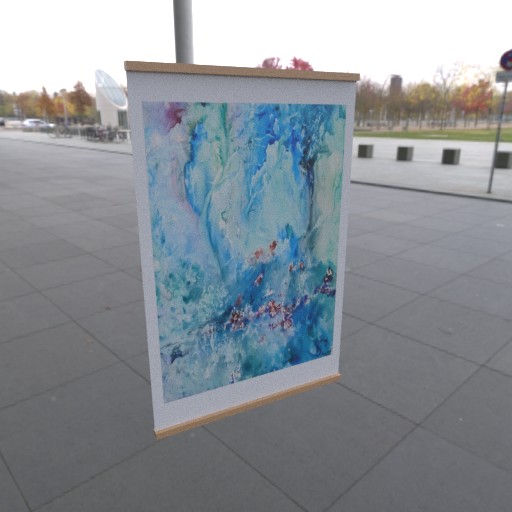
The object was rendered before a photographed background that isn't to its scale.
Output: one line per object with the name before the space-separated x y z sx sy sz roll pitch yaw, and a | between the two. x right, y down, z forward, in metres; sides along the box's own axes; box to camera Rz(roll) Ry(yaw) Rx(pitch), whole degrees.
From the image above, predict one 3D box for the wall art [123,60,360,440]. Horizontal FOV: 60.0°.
wall art | 0.000 0.000 0.779 0.401 0.611 0.016 -9 19 -26
